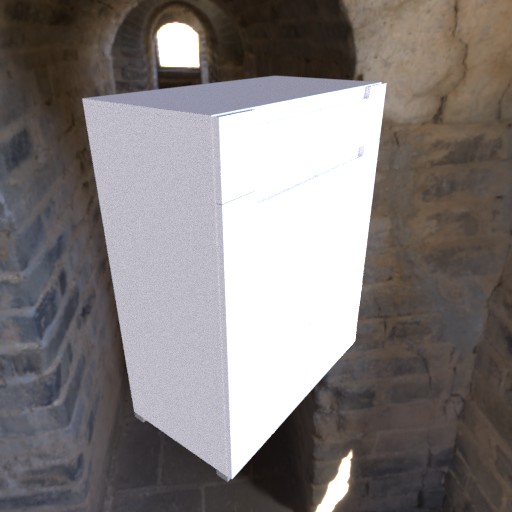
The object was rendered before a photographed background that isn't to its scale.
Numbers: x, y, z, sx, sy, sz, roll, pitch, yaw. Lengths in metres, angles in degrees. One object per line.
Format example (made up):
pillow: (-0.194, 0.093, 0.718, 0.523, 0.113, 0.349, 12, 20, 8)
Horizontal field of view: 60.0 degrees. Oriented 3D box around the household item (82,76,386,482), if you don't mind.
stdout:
household item: (0.000, 0.000, 1.427, 0.420, 1.010, 0.790, 19, 32, 32)
